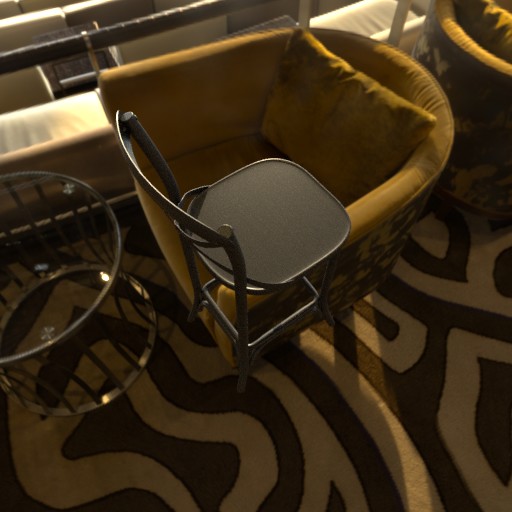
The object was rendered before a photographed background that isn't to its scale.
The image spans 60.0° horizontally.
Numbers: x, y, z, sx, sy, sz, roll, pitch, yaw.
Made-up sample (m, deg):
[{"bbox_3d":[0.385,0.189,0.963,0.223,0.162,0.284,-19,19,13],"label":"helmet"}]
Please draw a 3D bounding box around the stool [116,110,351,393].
[{"bbox_3d":[0.000,0.000,1.463,0.584,1.168,0.457,-32,63,-18],"label":"stool"}]
